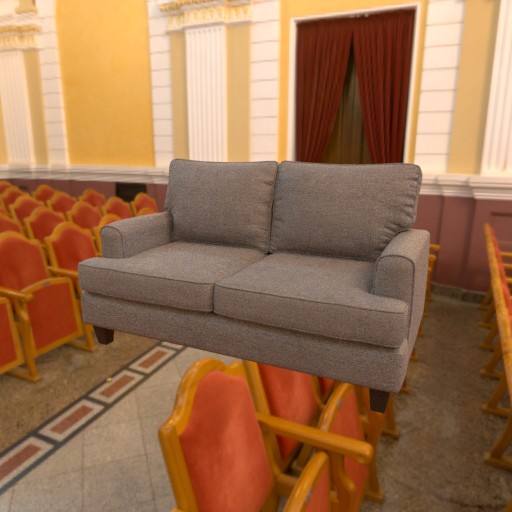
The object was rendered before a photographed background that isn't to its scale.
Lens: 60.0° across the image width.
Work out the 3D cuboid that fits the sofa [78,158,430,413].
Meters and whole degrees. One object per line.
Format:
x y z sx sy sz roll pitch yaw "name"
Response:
0.000 0.000 2.329 1.651 0.965 0.965 7 16 25 "sofa"
